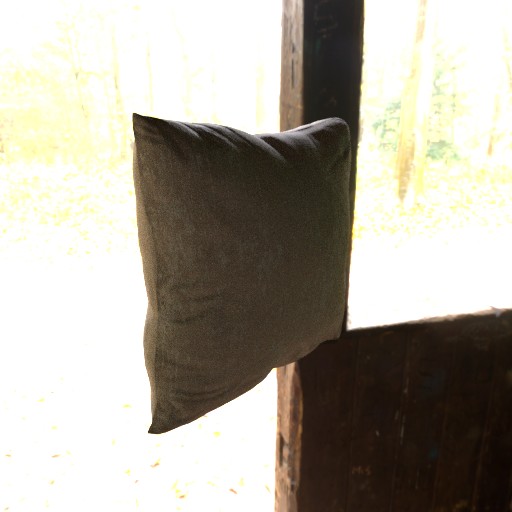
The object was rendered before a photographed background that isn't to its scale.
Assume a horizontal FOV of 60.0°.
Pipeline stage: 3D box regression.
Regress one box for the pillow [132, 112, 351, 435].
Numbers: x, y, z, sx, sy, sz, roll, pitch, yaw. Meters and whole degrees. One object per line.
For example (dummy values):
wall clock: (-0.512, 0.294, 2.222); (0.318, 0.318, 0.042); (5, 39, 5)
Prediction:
pillow: (0.000, 0.000, 0.738); (0.450, 0.448, 0.245); (-15, 21, -42)
